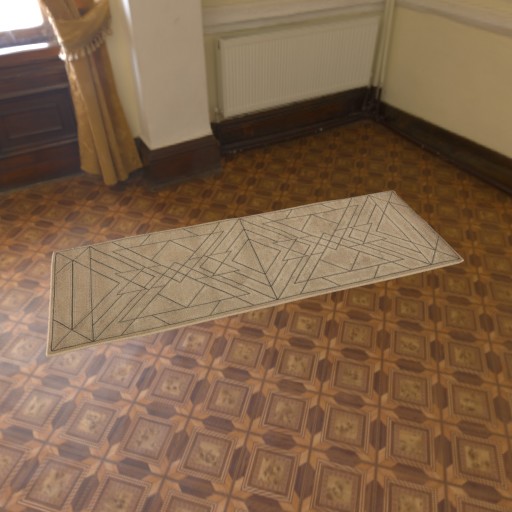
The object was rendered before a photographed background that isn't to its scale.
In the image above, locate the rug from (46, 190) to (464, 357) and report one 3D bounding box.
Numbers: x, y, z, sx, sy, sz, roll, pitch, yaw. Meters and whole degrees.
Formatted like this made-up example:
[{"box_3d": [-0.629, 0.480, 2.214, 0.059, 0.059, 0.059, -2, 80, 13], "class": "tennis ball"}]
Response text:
[{"box_3d": [0.000, 0.000, 2.705, 2.381, 0.036, 0.831, -11, 42, -13], "class": "rug"}]
